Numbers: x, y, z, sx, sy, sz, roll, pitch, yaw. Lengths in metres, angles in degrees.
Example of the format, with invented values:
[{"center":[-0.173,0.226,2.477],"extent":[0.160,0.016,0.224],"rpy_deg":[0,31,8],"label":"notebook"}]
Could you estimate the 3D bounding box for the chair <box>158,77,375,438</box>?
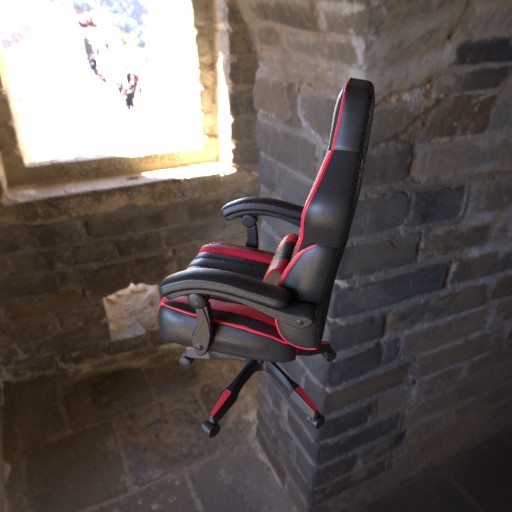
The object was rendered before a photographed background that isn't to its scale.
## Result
[{"center":[0.000,0.000,1.615],"extent":[0.700,1.220,0.700],"rpy_deg":[8,31,13],"label":"chair"}]
